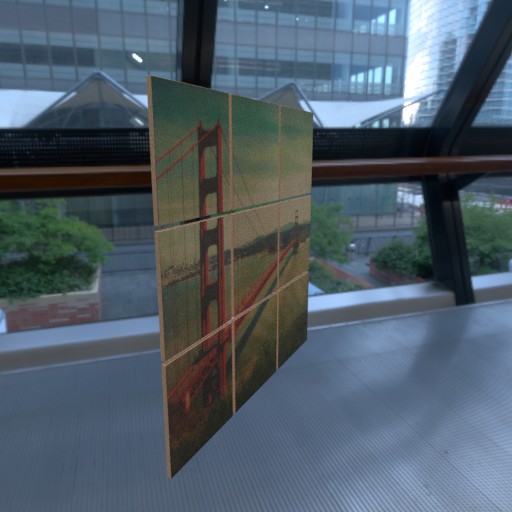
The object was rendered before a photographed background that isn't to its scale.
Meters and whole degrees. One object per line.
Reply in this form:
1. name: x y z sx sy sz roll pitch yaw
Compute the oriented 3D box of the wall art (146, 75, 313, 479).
1. wall art: 0.000 0.000 1.363 0.012 0.910 0.917 7 15 26
